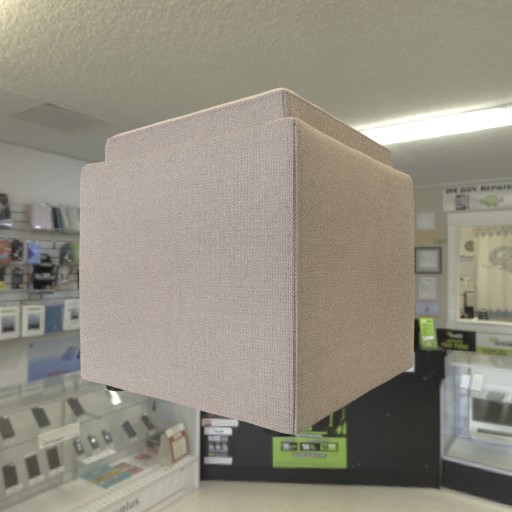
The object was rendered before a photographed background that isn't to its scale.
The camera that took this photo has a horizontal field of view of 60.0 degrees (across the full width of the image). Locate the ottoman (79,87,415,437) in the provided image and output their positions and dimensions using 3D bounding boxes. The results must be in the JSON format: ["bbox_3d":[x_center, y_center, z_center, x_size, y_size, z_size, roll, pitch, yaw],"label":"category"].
[{"bbox_3d":[0.000,0.000,0.810,0.450,0.460,0.451,-1,-2,37],"label":"ottoman"}]
